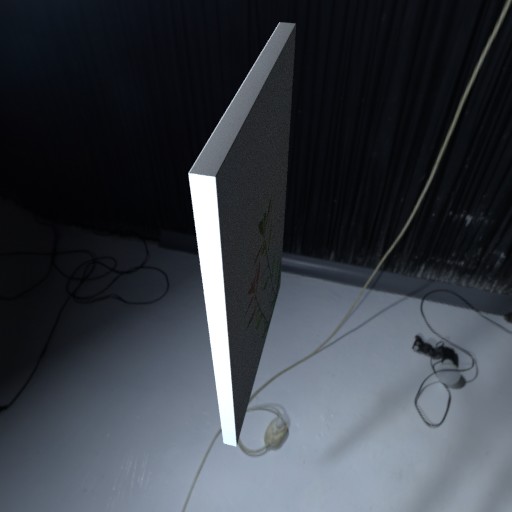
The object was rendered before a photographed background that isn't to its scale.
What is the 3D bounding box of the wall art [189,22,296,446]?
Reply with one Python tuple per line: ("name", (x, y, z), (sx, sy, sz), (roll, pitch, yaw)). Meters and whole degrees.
("wall art", (0.000, 0.000, 1.131), (0.039, 0.915, 0.612), (10, 46, 10))
